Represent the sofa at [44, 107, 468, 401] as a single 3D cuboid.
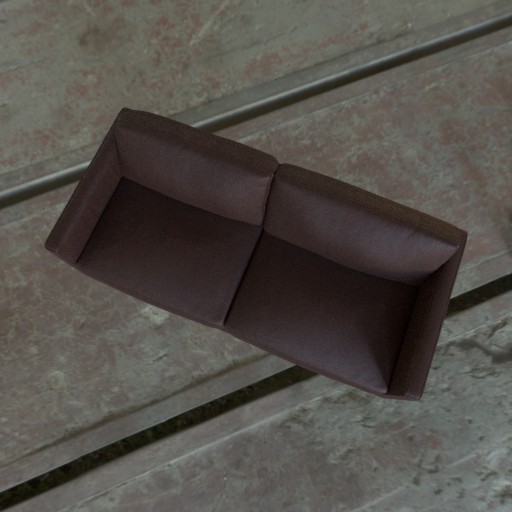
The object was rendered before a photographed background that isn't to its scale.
[{"bbox_3d":[0.000,0.000,2.444,1.971,0.863,0.923,21,75,6],"label":"sofa"}]
